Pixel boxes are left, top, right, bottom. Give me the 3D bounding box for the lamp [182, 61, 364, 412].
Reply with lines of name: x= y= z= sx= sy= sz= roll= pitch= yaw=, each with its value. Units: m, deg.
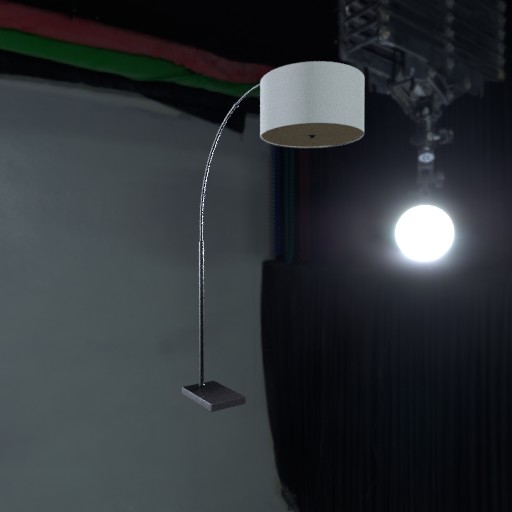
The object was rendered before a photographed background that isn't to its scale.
lamp: x=0.000 y=0.000 z=2.529 sx=0.493 sy=1.927 sz=1.424 roll=-1 pitch=2 yaw=-35
